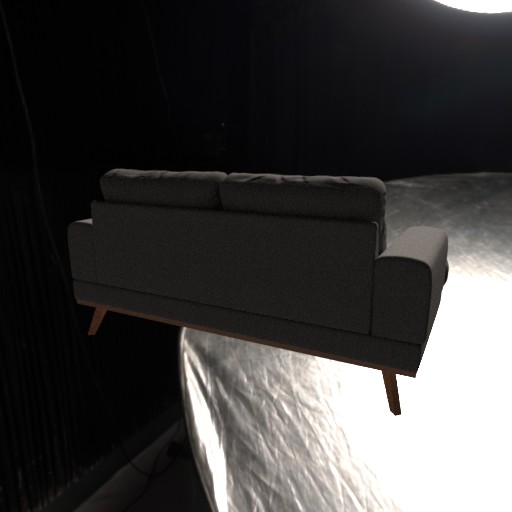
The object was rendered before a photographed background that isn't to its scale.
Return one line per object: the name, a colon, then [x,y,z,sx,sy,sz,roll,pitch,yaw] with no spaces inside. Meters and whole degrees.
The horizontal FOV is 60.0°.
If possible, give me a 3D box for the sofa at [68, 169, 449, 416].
sofa: [0.000,0.000,2.102,1.650,0.810,0.785,7,16,26]
